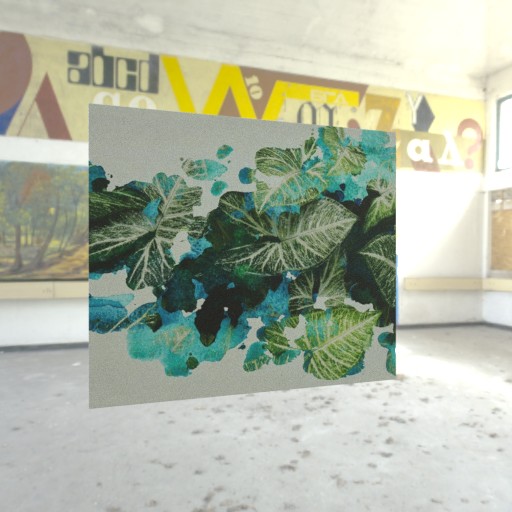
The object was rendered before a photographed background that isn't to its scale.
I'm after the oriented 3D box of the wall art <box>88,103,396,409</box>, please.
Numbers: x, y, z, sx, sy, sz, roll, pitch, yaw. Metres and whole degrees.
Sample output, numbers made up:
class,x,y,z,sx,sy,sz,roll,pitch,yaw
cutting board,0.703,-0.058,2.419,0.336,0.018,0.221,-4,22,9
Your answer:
class,x,y,z,sx,sy,sz,roll,pitch,yaw
wall art,0.000,0.000,1.008,0.711,0.610,0.043,0,0,-17
